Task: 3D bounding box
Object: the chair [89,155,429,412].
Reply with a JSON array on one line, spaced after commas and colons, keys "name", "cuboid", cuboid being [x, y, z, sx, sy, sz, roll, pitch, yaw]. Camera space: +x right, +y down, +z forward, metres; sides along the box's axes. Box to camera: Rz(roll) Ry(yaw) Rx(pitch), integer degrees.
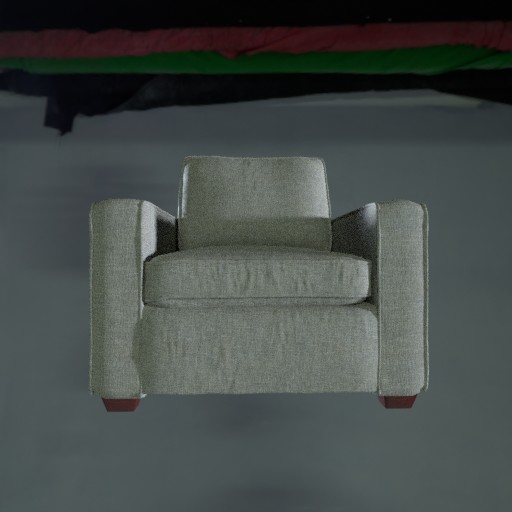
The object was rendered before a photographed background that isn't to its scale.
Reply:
[{"name": "chair", "cuboid": [0.000, 0.000, 1.730, 1.016, 0.914, 0.940, 0, 0, -2]}]
